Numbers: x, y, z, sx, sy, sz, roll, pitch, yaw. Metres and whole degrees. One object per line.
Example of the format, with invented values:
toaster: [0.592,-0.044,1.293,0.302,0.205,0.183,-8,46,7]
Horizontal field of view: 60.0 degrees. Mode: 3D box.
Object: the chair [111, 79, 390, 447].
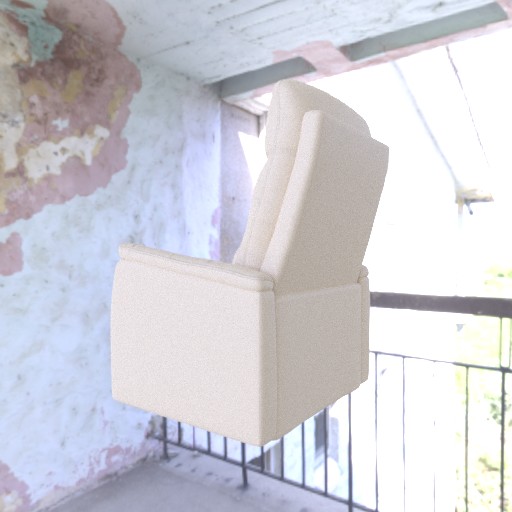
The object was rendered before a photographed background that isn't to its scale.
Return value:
chair: [0.000,0.000,1.655,0.831,1.082,0.775,1,2,36]
